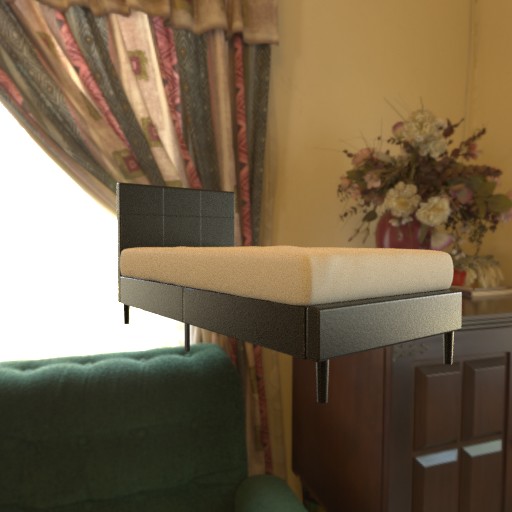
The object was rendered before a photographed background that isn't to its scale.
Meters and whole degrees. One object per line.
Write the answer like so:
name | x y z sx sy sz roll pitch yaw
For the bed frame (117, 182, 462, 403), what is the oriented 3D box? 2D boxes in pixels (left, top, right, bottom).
bed frame | 0.000 0.000 2.609 1.038 1.046 2.152 -1 2 -37
